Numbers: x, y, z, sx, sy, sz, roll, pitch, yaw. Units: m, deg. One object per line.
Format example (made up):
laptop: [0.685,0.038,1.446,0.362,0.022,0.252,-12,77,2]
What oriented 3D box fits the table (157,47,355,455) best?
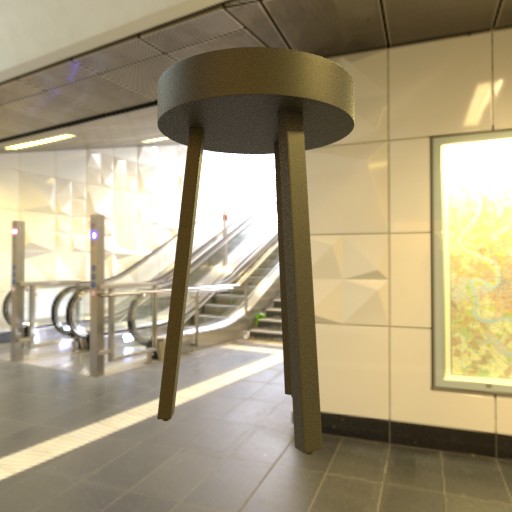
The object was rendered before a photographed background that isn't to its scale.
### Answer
table: [0.000,0.000,0.932,0.406,0.686,0.406,0,-1,1]
